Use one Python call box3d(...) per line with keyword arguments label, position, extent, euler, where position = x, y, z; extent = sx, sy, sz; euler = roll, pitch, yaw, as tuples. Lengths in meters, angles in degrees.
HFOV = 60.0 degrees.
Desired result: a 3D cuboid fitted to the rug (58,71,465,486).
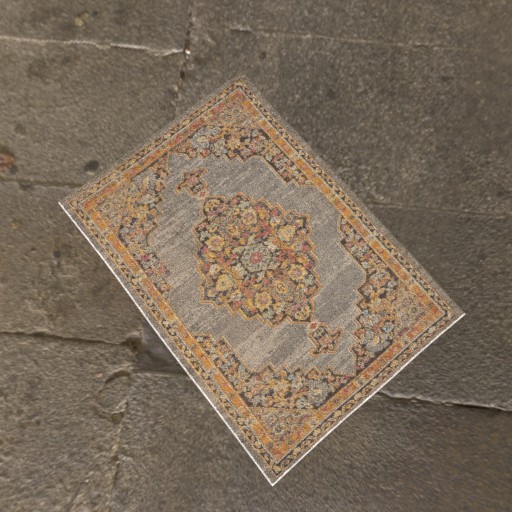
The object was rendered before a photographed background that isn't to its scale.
box3d(label="rug", position=(0.000, 0.000, 3.915), extent=(2.158, 0.024, 3.063), euler=(-38, 80, -8))
